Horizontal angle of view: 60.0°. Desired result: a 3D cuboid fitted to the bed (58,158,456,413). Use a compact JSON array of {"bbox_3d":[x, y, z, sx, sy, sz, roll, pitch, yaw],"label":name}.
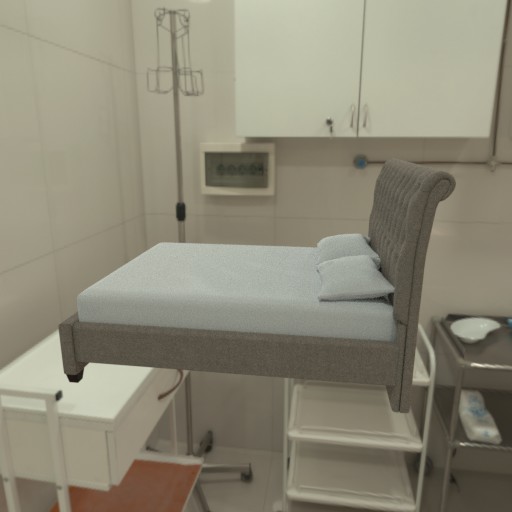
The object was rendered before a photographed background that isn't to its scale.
[{"bbox_3d":[0.000,0.000,3.297,2.252,1.371,1.645,2,15,8],"label":"bed"}]
